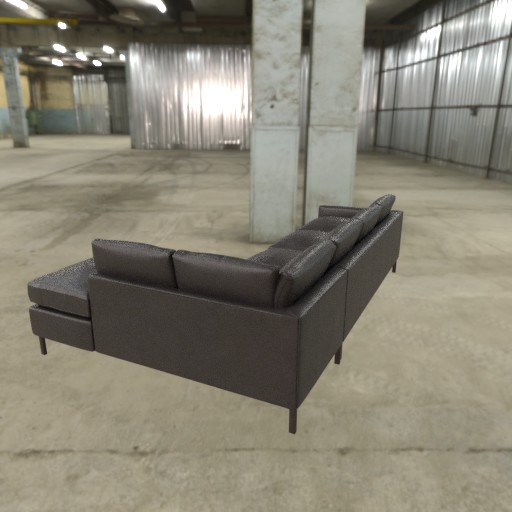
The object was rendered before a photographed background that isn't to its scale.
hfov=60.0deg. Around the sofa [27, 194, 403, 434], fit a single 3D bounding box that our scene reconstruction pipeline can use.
[{"bbox_3d":[0.000,0.000,3.789,1.938,0.877,2.984,8,19,25],"label":"sofa"}]
